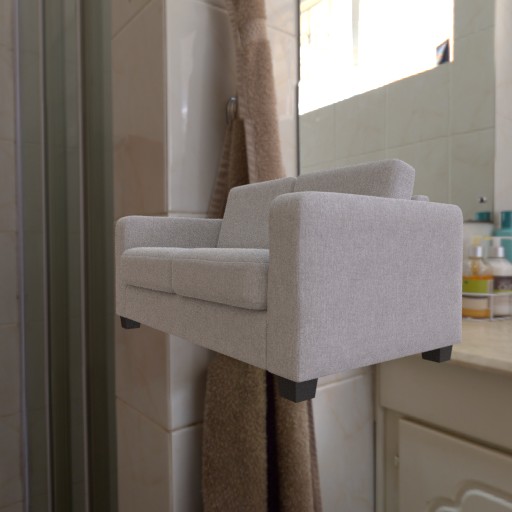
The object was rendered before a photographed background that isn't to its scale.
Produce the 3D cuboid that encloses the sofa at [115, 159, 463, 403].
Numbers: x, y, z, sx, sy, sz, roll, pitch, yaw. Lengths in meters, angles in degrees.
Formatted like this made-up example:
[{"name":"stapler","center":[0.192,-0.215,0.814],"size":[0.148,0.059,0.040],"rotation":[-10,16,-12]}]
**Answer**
[{"name":"sofa","center":[0.000,0.000,2.064],"size":[0.900,0.800,1.540],"rotation":[-1,2,-36]}]
